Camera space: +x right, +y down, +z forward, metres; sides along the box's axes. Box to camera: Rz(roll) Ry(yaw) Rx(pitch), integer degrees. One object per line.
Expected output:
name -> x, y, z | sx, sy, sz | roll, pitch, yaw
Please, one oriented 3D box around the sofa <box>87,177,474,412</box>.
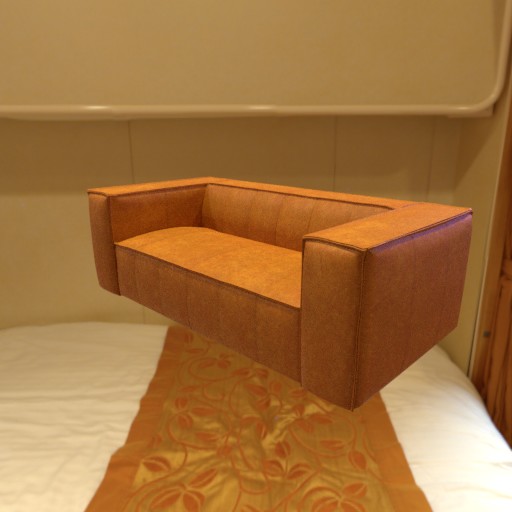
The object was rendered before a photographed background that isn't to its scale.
sofa -> 0.000, 0.000, 2.618 | 2.088, 0.703, 1.102 | 15, 22, 42
